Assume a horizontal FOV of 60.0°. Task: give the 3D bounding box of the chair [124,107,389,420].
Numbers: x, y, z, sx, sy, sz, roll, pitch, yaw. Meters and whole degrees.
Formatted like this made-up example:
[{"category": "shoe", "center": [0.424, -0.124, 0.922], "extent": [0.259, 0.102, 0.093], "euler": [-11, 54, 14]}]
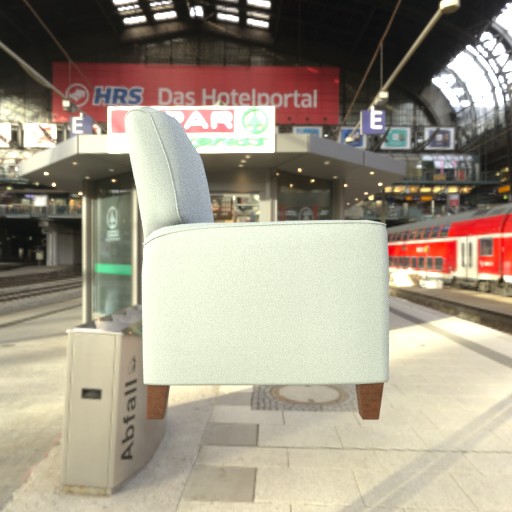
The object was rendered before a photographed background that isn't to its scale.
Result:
[{"category": "chair", "center": [0.000, 0.000, 1.741], "extent": [0.846, 1.007, 0.853], "euler": [0, 0, 0]}]
